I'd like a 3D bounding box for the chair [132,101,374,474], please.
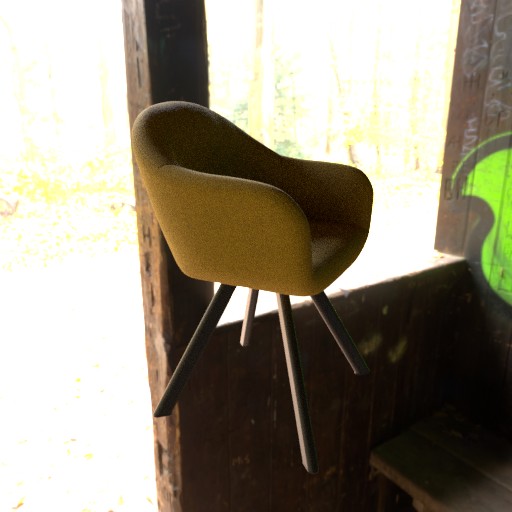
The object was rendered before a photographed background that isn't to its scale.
[{"bbox_3d":[0.000,0.000,1.185,0.550,0.795,0.590,8,17,26],"label":"chair"}]
